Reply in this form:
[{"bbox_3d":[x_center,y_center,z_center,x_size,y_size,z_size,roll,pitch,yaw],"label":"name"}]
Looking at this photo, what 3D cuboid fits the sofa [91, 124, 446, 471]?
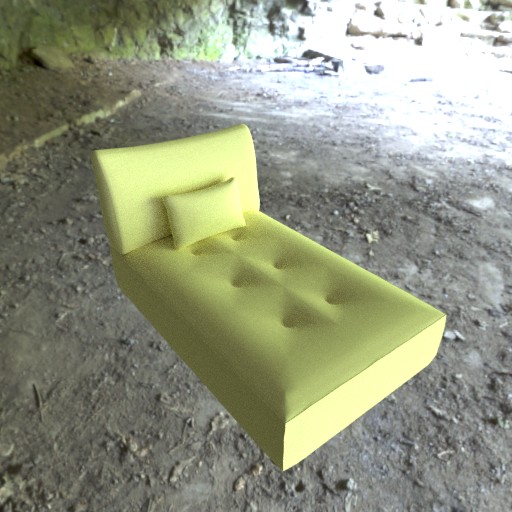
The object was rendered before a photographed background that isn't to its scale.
[{"bbox_3d":[0.000,0.000,2.057,0.930,0.820,1.450,-22,37,-32],"label":"sofa"}]
